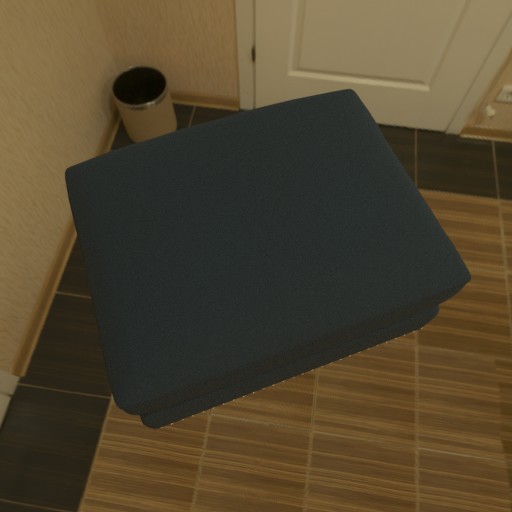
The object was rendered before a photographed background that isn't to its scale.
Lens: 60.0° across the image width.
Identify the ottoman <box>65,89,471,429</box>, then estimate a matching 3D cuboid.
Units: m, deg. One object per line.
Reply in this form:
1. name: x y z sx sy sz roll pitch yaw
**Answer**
1. ottoman: 0.000 0.000 1.110 0.741 0.513 0.584 -18 66 -9
